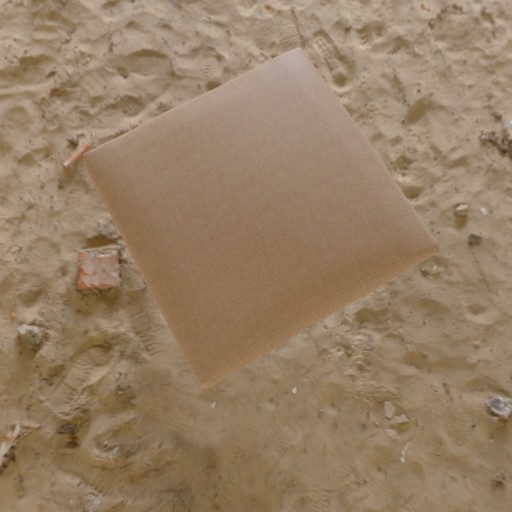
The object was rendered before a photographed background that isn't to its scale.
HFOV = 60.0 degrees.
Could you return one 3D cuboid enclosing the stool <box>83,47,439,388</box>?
[{"bbox_3d":[0.000,0.000,0.956,0.382,0.768,0.383,-29,78,-7],"label":"stool"}]
